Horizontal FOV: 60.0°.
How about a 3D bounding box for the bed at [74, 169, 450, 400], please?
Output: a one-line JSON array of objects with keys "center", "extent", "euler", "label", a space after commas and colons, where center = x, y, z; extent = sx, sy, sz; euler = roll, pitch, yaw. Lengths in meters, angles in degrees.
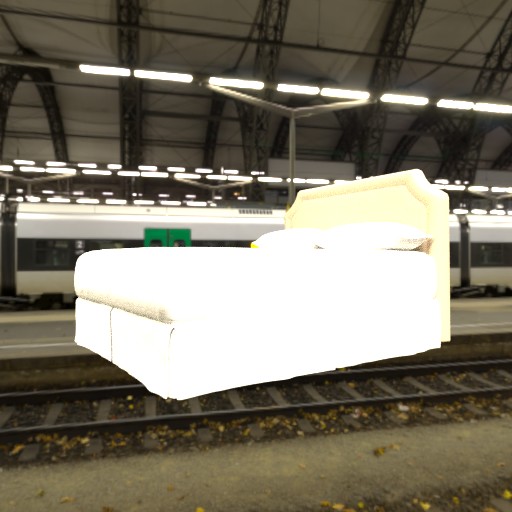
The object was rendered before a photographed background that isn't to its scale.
[{"center": [0.000, 0.000, 3.817], "extent": [2.548, 1.524, 2.134], "euler": [0, 0, -35], "label": "bed"}]
